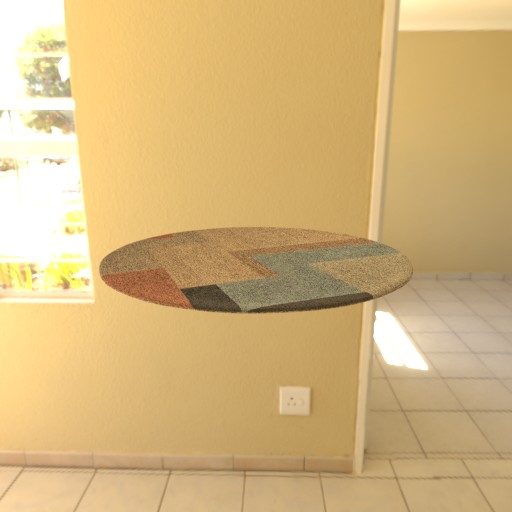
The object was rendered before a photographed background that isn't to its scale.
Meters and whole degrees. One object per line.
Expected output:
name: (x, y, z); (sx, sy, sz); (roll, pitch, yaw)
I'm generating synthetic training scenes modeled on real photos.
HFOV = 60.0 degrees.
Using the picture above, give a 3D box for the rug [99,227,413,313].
rug: (0.000, 0.000, 3.657); (2.461, 0.033, 2.461); (0, 15, 0)
